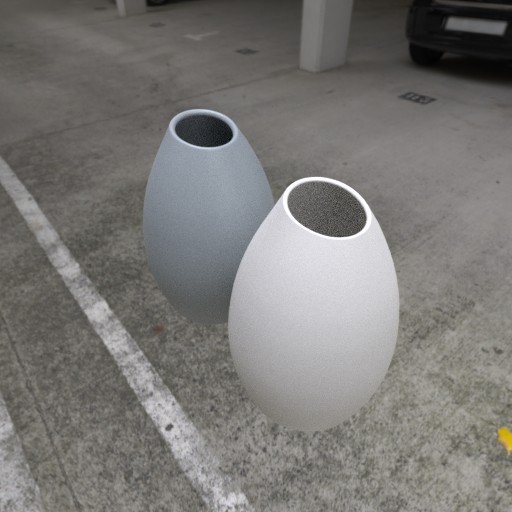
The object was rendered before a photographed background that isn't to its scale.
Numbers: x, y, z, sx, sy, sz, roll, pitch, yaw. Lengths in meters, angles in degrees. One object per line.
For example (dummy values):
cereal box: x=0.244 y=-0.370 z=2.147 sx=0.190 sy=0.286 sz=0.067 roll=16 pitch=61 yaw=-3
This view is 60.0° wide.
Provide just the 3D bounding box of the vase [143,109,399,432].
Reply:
vase: x=0.000 y=0.000 z=0.259 sx=0.089 sy=0.131 sz=0.187 roll=-27 pitch=47 yaw=-27
